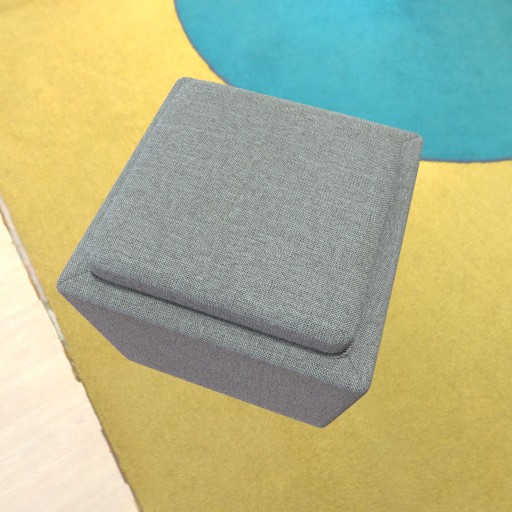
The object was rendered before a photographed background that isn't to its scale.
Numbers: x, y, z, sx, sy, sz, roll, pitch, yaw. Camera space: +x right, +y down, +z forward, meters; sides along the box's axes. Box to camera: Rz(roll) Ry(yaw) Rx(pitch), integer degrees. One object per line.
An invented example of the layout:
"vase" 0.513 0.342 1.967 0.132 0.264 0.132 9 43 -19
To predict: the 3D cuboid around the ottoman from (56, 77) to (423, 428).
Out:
"ottoman" 0.000 0.000 0.827 0.450 0.460 0.450 17 64 9
